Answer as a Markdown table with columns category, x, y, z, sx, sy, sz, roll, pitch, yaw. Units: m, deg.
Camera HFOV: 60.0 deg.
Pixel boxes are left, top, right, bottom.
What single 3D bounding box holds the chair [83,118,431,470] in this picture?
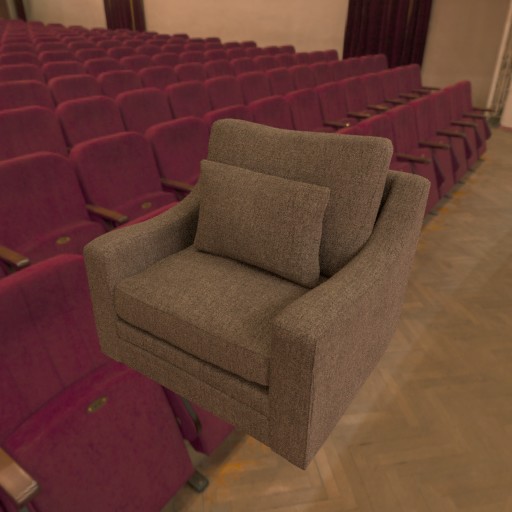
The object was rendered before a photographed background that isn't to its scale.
| category | x | y | z | sx | sy | sz | roll | pitch | yaw |
| --- | --- | --- | --- | --- | --- | --- | --- | --- | --- |
| chair | 0.000 | 0.000 | 1.957 | 1.138 | 1.037 | 1.009 | 18 | 33 | 30 |
